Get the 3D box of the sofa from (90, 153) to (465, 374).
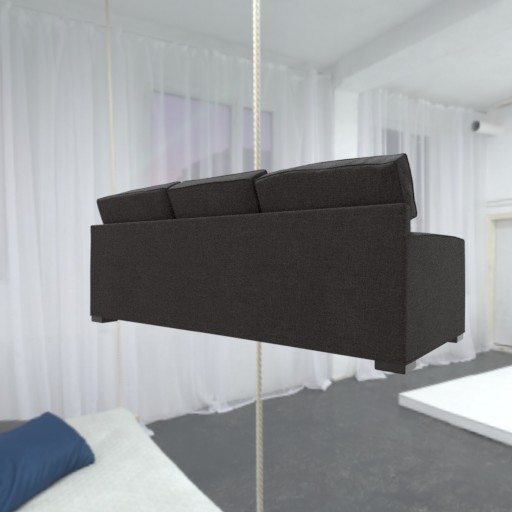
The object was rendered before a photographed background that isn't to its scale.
[{"bbox_3d":[0.000,0.000,2.944,2.369,0.978,1.004,0,0,38],"label":"sofa"}]
